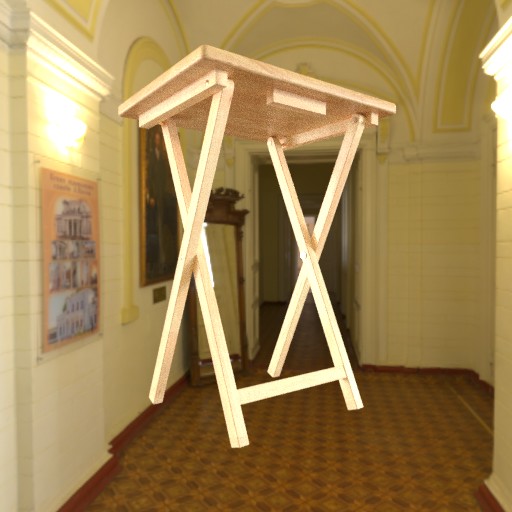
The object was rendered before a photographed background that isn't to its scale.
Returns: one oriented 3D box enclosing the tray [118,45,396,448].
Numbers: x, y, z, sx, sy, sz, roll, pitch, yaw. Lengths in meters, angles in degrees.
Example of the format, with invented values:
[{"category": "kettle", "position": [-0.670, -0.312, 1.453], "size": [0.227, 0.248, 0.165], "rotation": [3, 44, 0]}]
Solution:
[{"category": "tray", "position": [0.000, 0.000, 0.977], "size": [0.483, 0.660, 0.381], "rotation": [-1, 1, -37]}]
